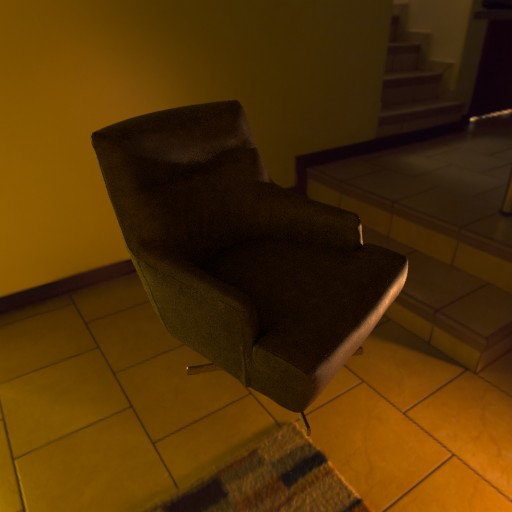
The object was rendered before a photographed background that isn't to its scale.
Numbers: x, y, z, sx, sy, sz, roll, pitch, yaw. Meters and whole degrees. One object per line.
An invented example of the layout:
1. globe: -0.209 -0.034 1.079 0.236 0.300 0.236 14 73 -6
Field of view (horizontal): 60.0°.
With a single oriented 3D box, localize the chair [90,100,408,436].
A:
1. chair: 0.000 0.000 1.514 0.874 0.870 0.738 19 34 31
